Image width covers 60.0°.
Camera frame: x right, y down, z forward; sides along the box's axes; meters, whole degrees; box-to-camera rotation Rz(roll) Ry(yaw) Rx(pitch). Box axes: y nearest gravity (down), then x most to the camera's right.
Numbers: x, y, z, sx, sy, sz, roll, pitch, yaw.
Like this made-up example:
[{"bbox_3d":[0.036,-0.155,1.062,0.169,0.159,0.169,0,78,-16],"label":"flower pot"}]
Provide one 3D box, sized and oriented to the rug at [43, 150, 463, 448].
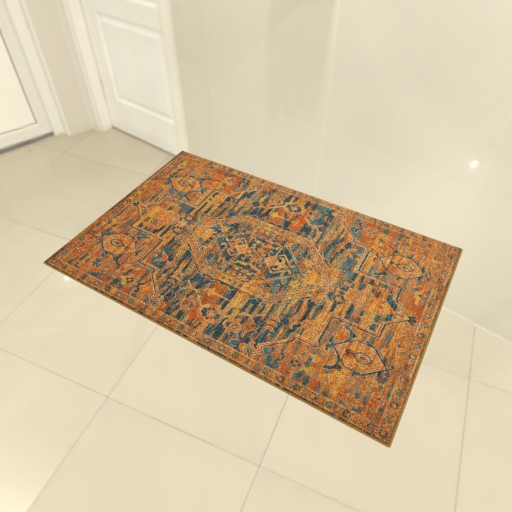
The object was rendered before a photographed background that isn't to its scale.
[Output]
[{"bbox_3d":[0.000,0.000,1.082,0.863,0.008,0.557,23,51,20],"label":"rug"}]
